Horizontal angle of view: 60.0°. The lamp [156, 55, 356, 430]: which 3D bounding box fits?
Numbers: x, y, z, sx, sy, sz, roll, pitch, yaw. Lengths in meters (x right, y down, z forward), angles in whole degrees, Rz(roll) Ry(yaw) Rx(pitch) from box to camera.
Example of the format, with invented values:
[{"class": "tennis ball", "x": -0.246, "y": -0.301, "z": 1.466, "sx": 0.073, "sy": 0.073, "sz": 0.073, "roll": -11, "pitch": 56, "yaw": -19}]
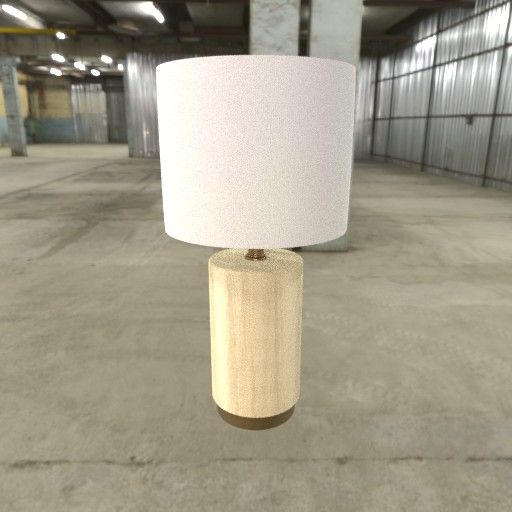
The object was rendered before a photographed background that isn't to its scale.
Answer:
[{"class": "lamp", "x": 0.000, "y": 0.000, "z": 0.573, "sx": 0.228, "sy": 0.444, "sz": 0.228, "roll": 8, "pitch": 18, "yaw": 25}]
